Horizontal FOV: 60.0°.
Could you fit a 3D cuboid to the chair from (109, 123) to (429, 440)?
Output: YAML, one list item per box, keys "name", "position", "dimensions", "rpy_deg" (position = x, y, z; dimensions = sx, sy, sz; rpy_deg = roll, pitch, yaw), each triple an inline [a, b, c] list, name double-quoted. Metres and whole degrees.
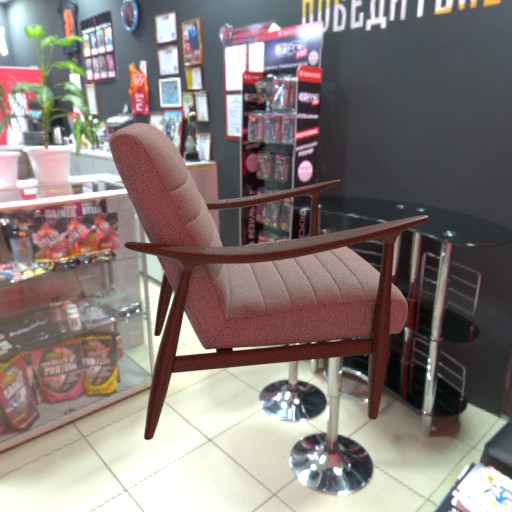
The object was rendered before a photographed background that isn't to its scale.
- name: "chair"
  position: [0.000, 0.000, 1.453]
  dimensions: [0.798, 0.832, 0.741]
  rpy_deg: [-3, 18, -9]
